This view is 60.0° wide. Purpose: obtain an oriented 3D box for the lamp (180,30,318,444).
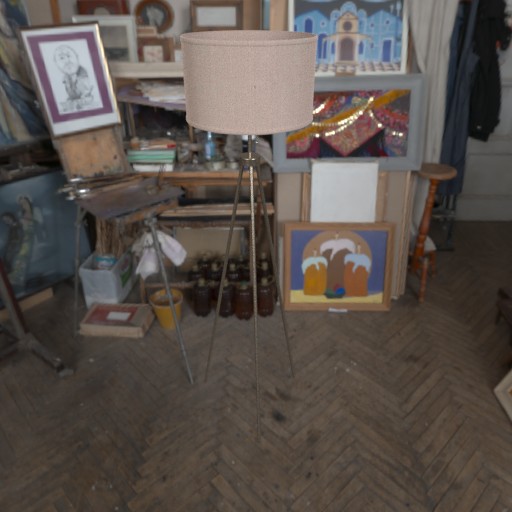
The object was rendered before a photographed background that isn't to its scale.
[{"bbox_3d":[0.000,0.000,1.724,0.460,1.545,0.449,-21,36,-31],"label":"lamp"}]
